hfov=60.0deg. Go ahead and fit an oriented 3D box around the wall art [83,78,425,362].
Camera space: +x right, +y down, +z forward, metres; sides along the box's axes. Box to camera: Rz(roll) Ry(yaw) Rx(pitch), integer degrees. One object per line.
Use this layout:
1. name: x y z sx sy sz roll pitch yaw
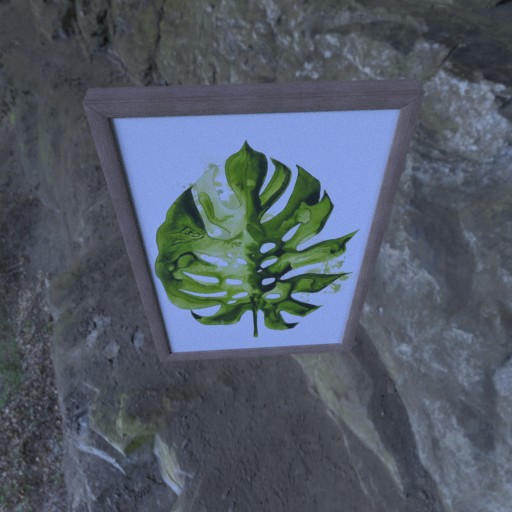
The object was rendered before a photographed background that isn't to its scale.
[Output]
1. wall art: 0.000 0.000 0.653 0.356 0.509 0.031 -3 46 -3
